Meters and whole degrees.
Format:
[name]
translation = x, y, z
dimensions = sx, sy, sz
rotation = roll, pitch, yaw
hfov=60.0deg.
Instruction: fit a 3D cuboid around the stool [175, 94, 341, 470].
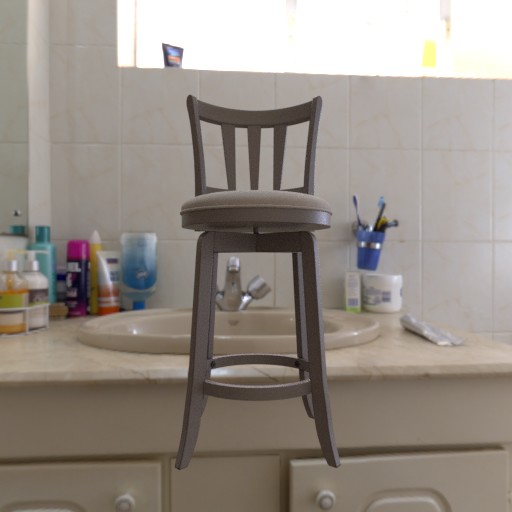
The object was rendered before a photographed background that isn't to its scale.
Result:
[stool]
translation = 0.000, 0.000, 1.266
dimensions = 0.436, 1.023, 0.475
rotation = 0, 0, -2
